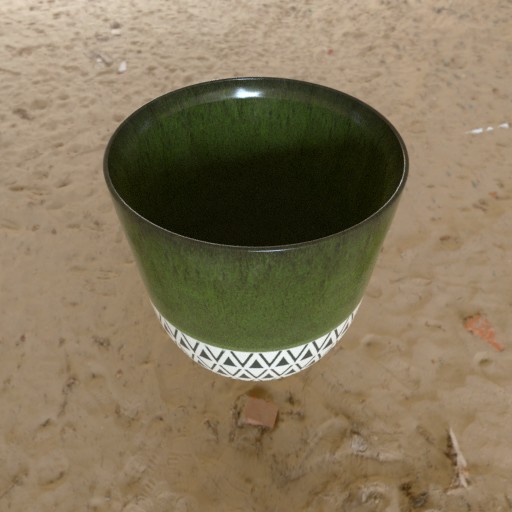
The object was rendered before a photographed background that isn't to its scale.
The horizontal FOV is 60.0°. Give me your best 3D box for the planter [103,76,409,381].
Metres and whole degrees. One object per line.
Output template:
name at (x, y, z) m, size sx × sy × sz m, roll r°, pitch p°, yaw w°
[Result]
planter at (0.000, 0.000, 0.461) m, size 0.245 × 0.270 × 0.245 m, roll 0°, pitch 47°, yaw 0°
